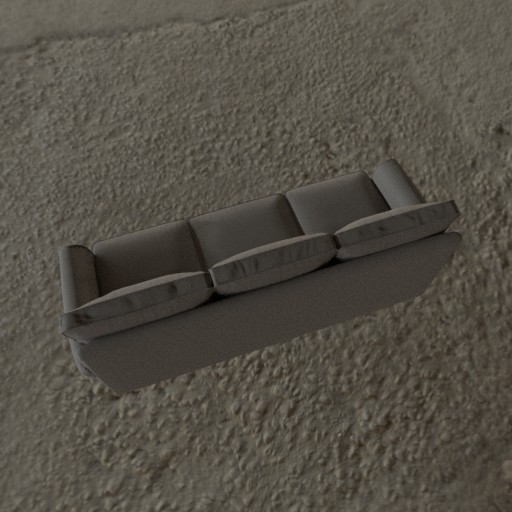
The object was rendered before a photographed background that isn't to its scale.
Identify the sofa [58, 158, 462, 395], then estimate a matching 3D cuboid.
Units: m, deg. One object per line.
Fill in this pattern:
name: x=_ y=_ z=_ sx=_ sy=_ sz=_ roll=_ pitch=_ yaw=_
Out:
sofa: x=0.000 y=0.000 z=2.842 sx=2.353 sy=0.948 sz=0.966 roll=-16 pitch=61 yaw=-10
